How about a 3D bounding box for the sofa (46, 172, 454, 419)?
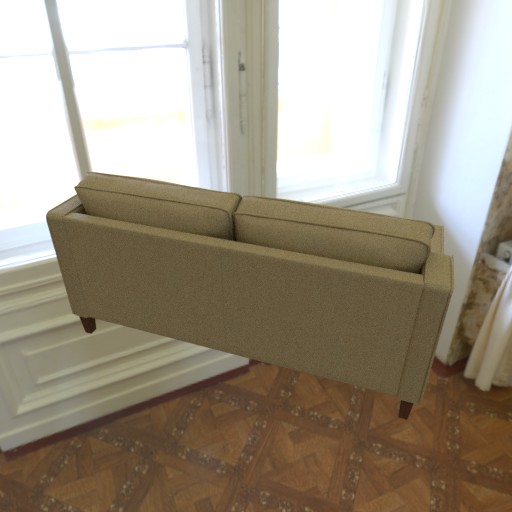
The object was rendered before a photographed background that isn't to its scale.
[{"bbox_3d":[0.000,0.000,2.812,2.178,1.071,1.066,11,33,17],"label":"sofa"}]
